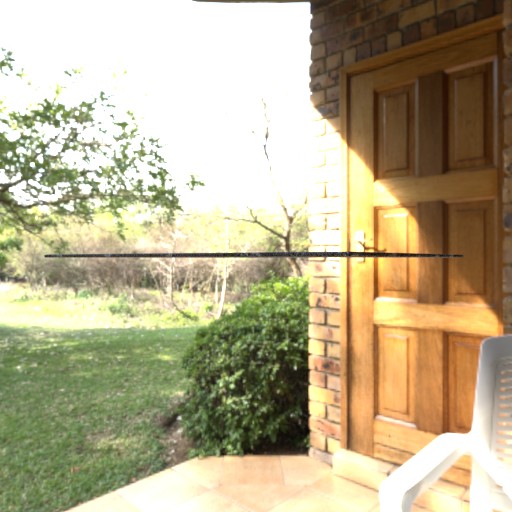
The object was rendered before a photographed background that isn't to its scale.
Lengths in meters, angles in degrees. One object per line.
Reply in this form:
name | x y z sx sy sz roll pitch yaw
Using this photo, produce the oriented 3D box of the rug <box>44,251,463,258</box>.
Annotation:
rug | 0.000 0.000 4.103 3.047 0.029 2.438 0 0 37
